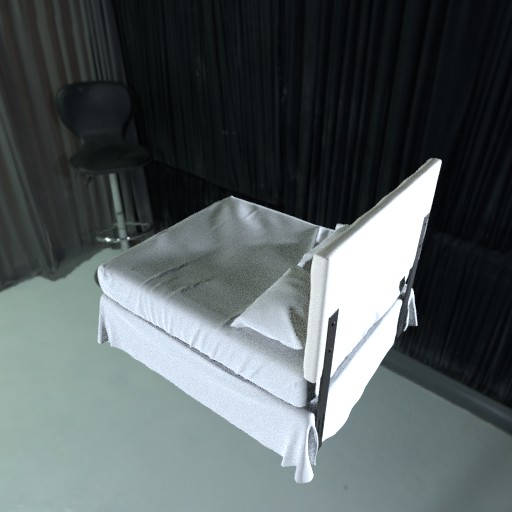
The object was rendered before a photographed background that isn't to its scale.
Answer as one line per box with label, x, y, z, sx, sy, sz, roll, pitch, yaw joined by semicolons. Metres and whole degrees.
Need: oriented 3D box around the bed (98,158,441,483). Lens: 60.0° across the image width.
bed;0.000;0.000;3.498;2.222;1.577;1.936;22;39;31
